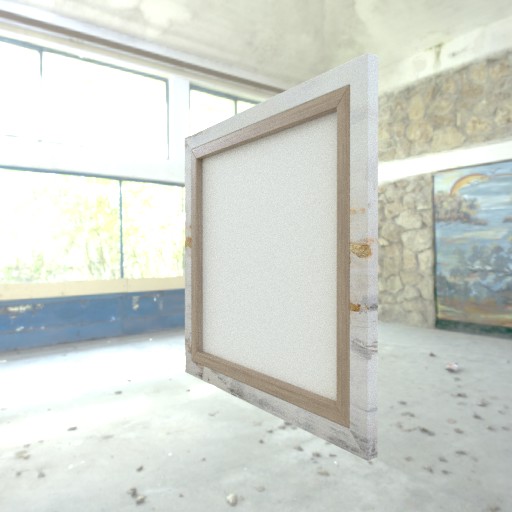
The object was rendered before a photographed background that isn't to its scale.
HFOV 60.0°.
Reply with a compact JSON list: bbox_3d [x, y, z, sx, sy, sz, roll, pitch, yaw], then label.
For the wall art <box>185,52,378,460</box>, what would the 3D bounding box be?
[{"bbox_3d":[0.000,0.000,1.527,0.040,1.018,1.015,0,1,-35],"label":"wall art"}]
